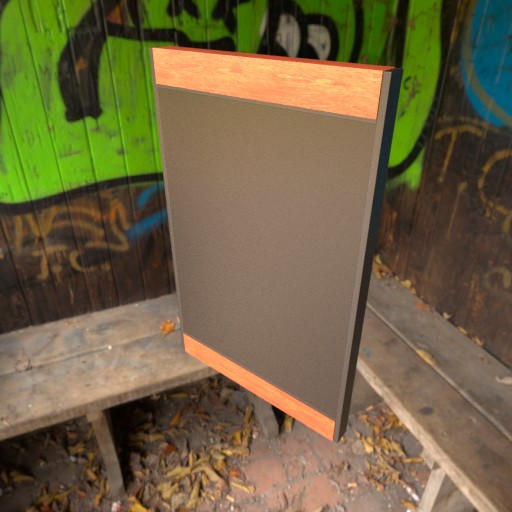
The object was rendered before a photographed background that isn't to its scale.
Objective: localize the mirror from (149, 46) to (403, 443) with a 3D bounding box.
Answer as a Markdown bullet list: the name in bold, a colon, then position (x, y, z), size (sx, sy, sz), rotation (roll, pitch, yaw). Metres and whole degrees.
- **mirror**: position (0.000, 0.000, 0.995), size (0.525, 0.823, 0.047), rotation (22, 37, 32)
